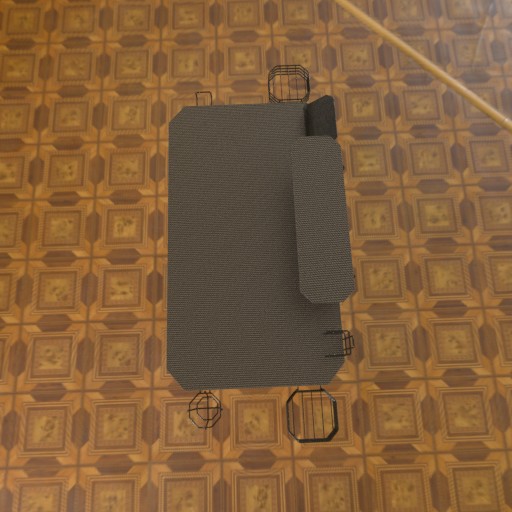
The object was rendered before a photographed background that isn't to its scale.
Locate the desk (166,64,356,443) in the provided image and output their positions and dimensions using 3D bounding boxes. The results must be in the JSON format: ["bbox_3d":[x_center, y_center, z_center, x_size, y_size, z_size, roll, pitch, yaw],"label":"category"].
[{"bbox_3d":[0.000,0.000,1.730,0.580,0.880,1.290,-2,75,-1],"label":"desk"}]
